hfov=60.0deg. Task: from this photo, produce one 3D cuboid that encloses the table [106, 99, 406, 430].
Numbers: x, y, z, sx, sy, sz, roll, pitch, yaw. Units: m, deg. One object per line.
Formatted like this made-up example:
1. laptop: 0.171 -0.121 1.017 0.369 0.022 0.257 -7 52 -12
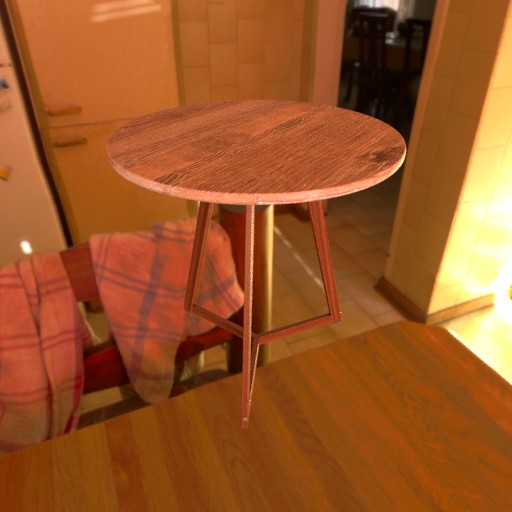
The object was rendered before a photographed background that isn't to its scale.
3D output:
1. table: 0.000 0.000 0.899 0.500 0.500 0.500 0 32 0
